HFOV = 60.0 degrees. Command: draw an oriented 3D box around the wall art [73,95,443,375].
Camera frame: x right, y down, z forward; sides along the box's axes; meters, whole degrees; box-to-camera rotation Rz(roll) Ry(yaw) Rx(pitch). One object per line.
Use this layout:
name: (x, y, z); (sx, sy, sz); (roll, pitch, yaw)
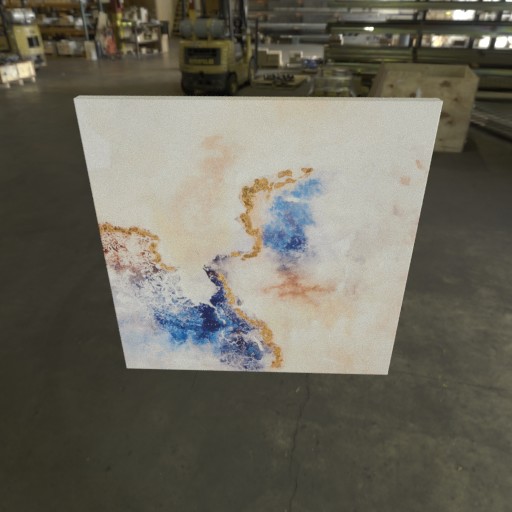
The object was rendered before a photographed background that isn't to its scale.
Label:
wall art: (0.000, 0.000, 1.302); (0.889, 0.889, 0.038); (1, 30, 2)
